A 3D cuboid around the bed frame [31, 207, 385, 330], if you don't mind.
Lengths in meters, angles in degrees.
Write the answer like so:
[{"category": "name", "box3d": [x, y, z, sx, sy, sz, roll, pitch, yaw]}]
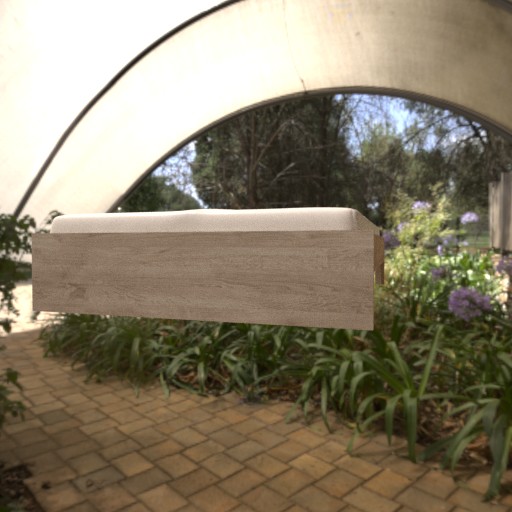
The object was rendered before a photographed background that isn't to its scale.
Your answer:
[{"category": "bed frame", "box3d": [0.000, 0.000, 2.693, 1.490, 0.462, 1.950, 0, 1, 18]}]
